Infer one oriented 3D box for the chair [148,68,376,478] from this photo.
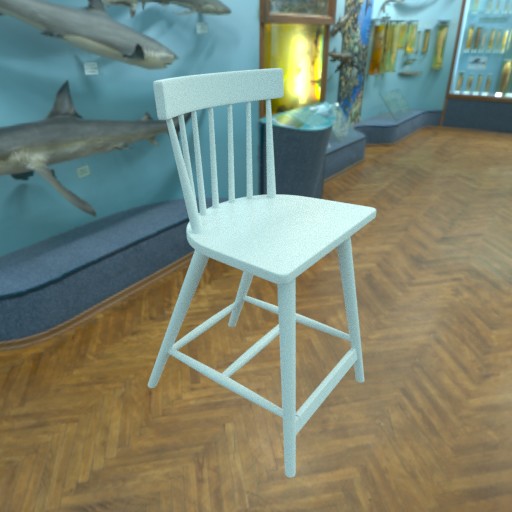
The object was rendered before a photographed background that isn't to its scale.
[{"bbox_3d":[0.000,0.000,1.257,0.572,0.952,0.483,18,32,32],"label":"chair"}]
